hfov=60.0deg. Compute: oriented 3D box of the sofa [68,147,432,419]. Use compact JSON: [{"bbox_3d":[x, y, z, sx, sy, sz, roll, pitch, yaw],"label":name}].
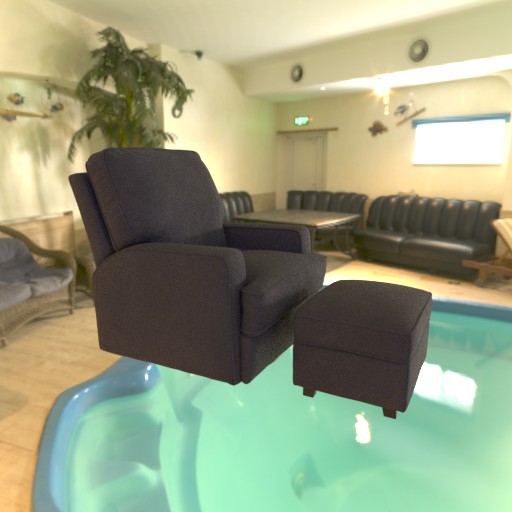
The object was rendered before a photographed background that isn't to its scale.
[{"bbox_3d":[0.000,0.000,1.997,1.472,0.959,0.861,6,14,27],"label":"sofa"}]
